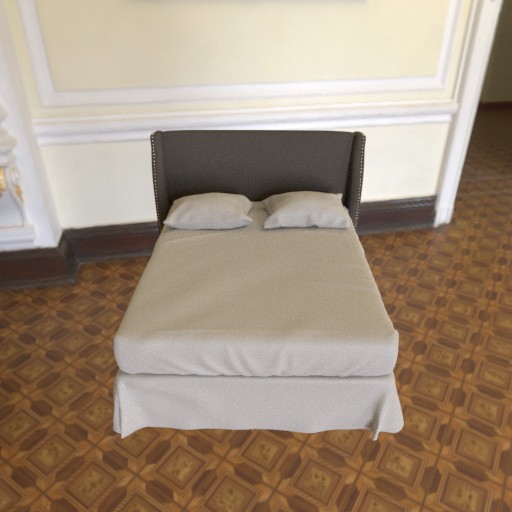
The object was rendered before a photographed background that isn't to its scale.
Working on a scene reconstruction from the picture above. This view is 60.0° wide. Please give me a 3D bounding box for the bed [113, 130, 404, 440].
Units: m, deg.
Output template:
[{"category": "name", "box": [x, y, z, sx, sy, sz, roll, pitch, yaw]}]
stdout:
[{"category": "bed", "box": [0.000, 0.000, 3.367, 1.925, 1.332, 2.276, 0, 31, 1]}]
